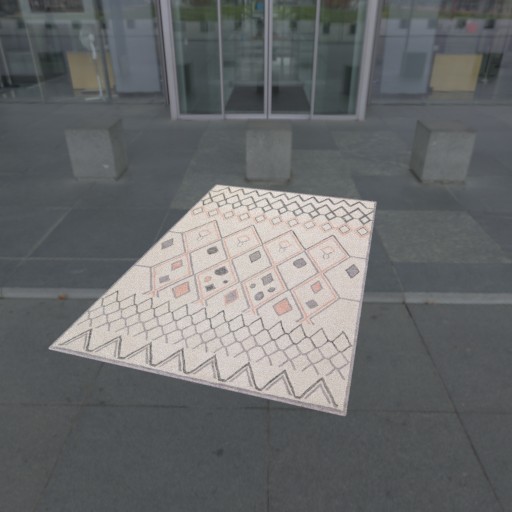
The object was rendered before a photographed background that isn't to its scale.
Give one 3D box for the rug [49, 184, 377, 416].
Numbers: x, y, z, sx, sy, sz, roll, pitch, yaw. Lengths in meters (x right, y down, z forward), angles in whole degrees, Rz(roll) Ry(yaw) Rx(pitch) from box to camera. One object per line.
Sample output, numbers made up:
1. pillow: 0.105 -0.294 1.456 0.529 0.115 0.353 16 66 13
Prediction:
1. rug: 0.000 0.000 3.115 1.524 0.015 2.438 8 31 14
